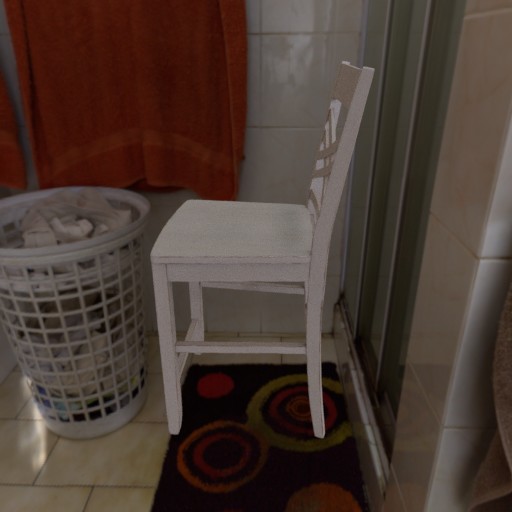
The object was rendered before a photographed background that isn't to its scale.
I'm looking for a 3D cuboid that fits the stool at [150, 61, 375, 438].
[{"bbox_3d":[0.000,0.000,1.350,0.539,1.079,0.462,2,25,4],"label":"stool"}]
